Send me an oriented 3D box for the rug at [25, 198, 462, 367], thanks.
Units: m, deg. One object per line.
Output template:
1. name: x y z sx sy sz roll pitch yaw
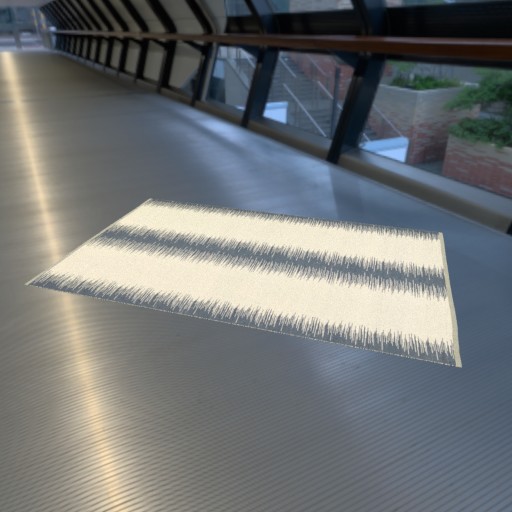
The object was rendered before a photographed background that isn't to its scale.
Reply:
1. rug: 0.000 0.000 2.984 2.453 0.003 1.519 8 29 15
